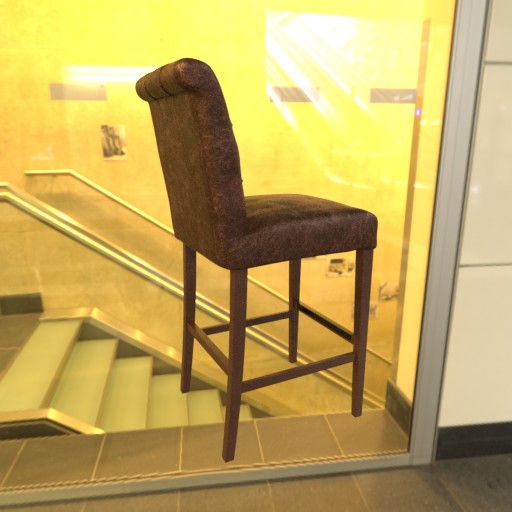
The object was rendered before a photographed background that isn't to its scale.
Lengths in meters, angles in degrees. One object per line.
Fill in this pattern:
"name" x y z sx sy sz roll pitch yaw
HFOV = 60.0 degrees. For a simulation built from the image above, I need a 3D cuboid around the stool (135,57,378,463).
"stool" 0.000 0.000 1.518 0.659 1.168 0.483 -8 17 -26
